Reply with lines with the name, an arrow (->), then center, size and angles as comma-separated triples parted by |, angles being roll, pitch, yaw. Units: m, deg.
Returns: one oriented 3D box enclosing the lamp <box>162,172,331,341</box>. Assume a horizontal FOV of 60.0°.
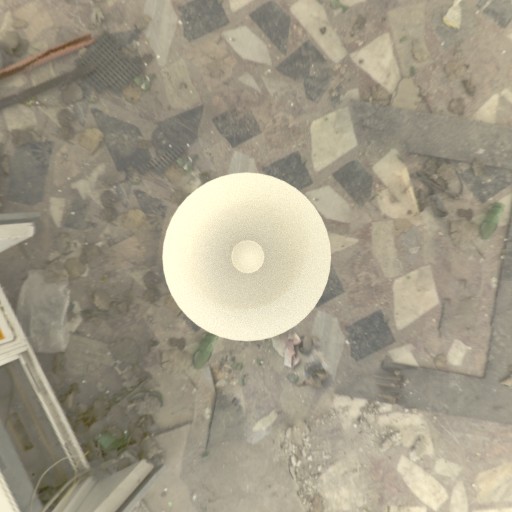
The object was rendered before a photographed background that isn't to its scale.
lamp -> 0.000, 0.000, 1.963 | 0.405, 1.797, 0.405 | 0, 90, 2
